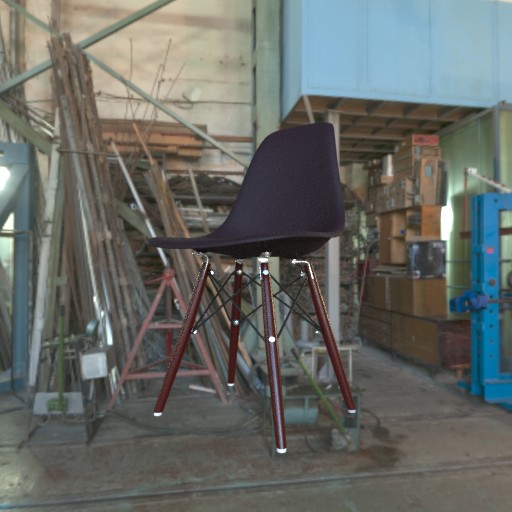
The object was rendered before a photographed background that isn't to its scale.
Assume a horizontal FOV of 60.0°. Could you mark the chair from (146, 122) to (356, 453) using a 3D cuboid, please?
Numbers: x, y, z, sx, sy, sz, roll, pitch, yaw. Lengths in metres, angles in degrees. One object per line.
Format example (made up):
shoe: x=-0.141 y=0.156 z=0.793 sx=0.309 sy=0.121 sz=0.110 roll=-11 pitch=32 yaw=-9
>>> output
chair: x=0.000 y=0.000 z=1.189 sx=0.470 sy=0.826 sz=0.533 roll=0 pitch=-1 yaw=35
